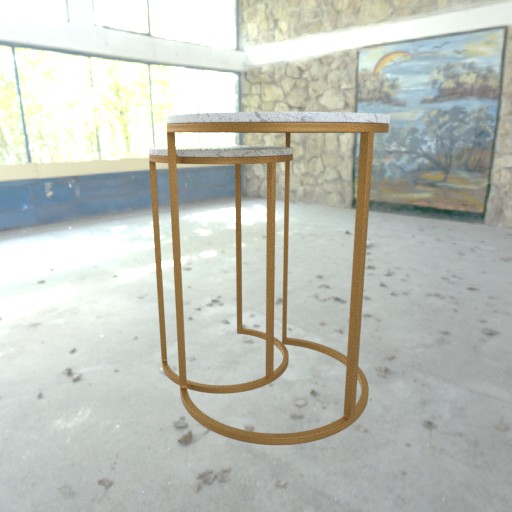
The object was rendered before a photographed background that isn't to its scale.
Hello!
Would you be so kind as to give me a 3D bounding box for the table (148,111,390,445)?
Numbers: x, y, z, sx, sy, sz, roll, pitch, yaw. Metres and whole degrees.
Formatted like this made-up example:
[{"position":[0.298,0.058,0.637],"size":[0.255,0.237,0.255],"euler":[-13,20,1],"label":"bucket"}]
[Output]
[{"position":[0.000,0.000,0.923],"size":[0.507,0.550,0.400],"euler":[15,21,43],"label":"table"}]
